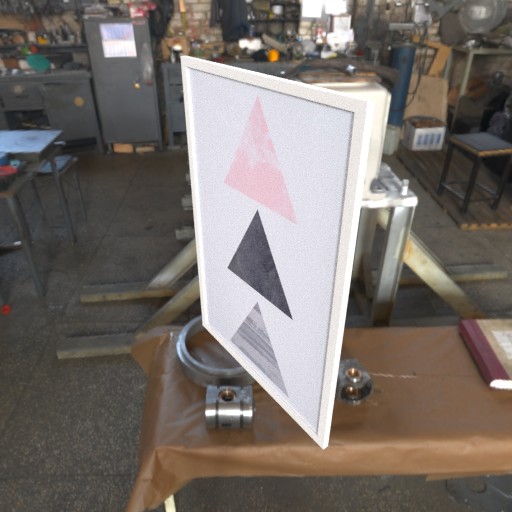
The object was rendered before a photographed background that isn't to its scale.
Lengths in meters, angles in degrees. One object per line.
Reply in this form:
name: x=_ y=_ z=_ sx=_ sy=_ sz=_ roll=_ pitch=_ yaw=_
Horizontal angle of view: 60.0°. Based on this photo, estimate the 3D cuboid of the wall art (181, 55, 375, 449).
wall art: x=0.000 y=0.000 z=0.849 sx=0.013 sy=0.656 sz=0.456 roll=-21 pitch=38 yaw=-30
